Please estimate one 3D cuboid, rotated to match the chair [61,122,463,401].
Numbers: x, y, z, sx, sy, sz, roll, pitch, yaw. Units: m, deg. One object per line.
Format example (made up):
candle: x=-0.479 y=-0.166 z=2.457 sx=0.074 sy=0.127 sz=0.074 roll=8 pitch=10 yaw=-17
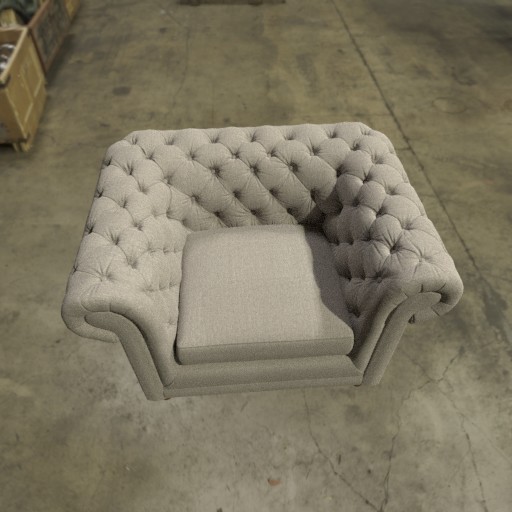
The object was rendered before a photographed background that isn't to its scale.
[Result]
chair: x=0.000 y=0.000 z=1.881 sx=1.270 sy=0.770 sz=0.976 roll=-3 pitch=47 yaw=-3
